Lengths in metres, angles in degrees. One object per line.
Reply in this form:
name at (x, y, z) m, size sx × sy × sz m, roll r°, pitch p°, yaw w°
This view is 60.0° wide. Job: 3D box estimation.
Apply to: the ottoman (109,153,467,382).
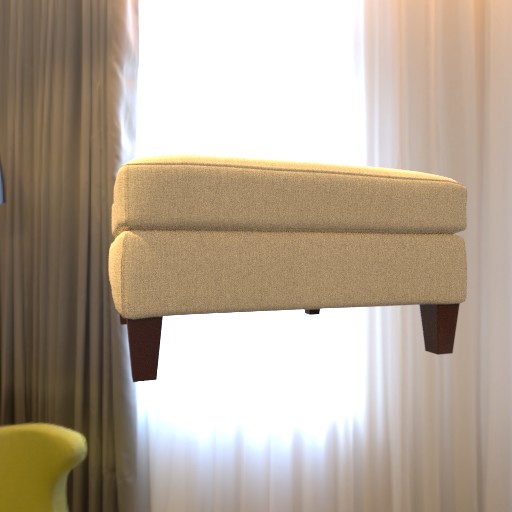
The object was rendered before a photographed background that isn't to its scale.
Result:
ottoman at (0.000, 0.000, 1.335) m, size 0.838 × 0.478 × 0.838 m, roll 0°, pitch 1°, yaw -19°
